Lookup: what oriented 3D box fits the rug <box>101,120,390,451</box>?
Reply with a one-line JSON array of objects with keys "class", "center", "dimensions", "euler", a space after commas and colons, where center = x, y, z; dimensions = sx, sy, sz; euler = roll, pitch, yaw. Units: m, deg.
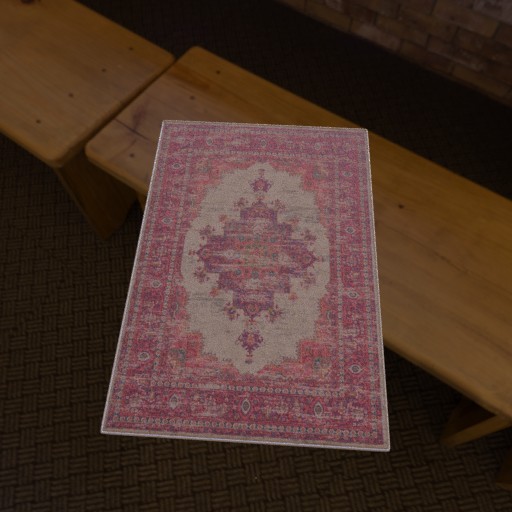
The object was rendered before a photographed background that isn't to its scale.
[{"class": "rug", "center": [0.000, 0.000, 3.693], "dimensions": [2.005, 0.014, 2.878], "euler": [3, 63, 1]}]
